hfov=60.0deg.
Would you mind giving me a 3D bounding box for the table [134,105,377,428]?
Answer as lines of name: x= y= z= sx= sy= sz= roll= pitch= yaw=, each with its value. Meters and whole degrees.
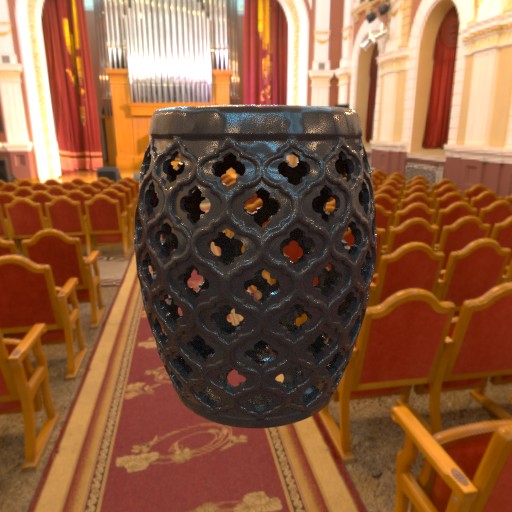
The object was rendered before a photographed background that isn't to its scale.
table: x=0.000 y=0.000 z=0.621 sx=0.325 sy=0.388 sz=0.325 roll=0 pitch=16 yaw=0
